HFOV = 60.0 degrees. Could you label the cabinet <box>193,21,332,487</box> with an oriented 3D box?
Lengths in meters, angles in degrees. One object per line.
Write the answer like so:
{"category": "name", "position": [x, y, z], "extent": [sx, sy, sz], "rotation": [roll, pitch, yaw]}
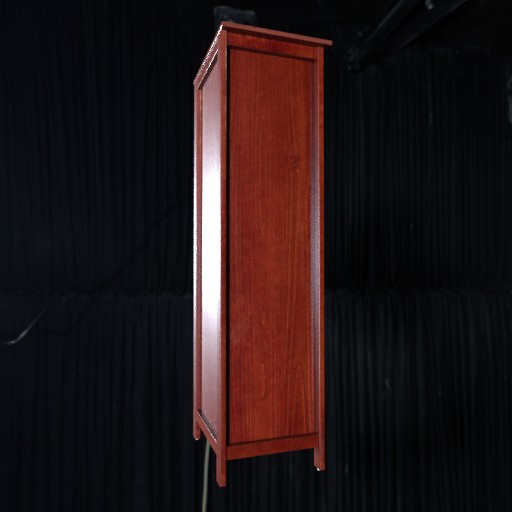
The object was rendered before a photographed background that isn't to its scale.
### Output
{"category": "cabinet", "position": [0.000, 0.000, 1.726], "extent": [0.401, 1.518, 0.500], "rotation": [0, -1, -19]}
